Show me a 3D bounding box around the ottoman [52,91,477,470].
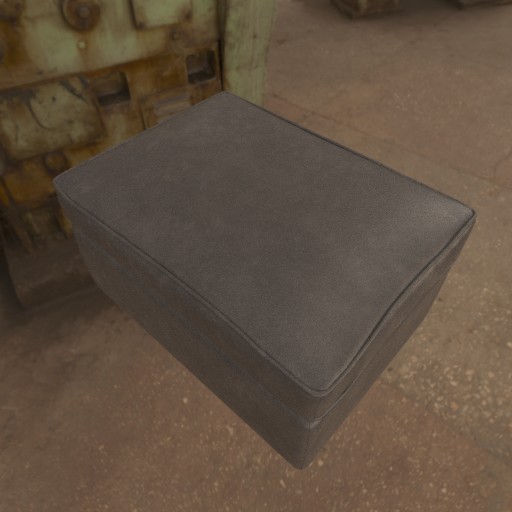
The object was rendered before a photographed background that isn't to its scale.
[{"bbox_3d":[0.000,0.000,1.070,0.756,0.445,0.554,34,57,27],"label":"ottoman"}]
